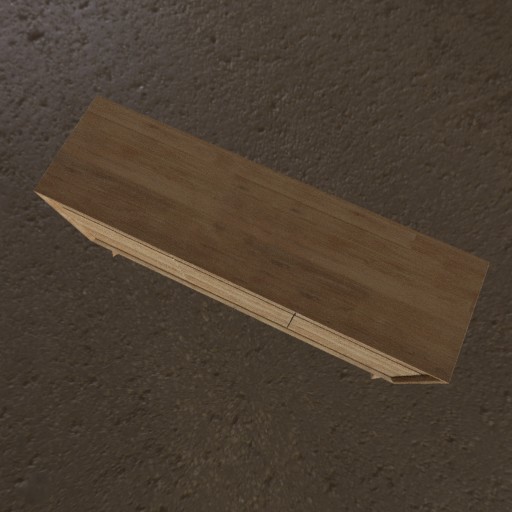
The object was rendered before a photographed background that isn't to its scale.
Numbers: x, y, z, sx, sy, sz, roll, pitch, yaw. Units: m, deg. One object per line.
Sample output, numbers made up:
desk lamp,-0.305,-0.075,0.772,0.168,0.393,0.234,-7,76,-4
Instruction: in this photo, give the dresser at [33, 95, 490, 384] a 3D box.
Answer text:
dresser,0.000,0.000,1.973,1.602,0.788,0.455,24,75,7
